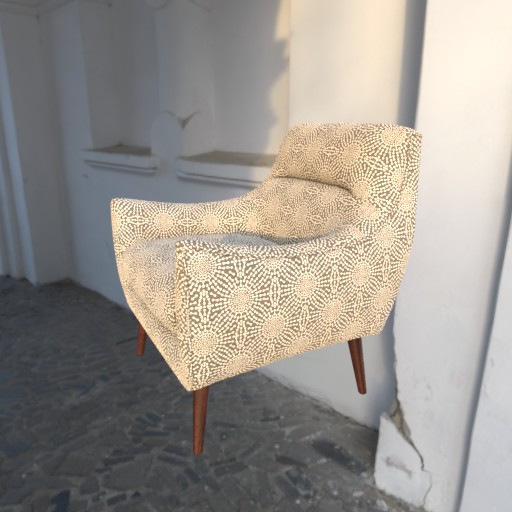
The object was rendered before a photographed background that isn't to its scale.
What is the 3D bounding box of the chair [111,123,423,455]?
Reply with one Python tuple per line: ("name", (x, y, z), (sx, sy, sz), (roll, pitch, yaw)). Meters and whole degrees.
("chair", (0.000, 0.000, 1.456), (0.787, 0.838, 0.762), (-9, 19, -27))
